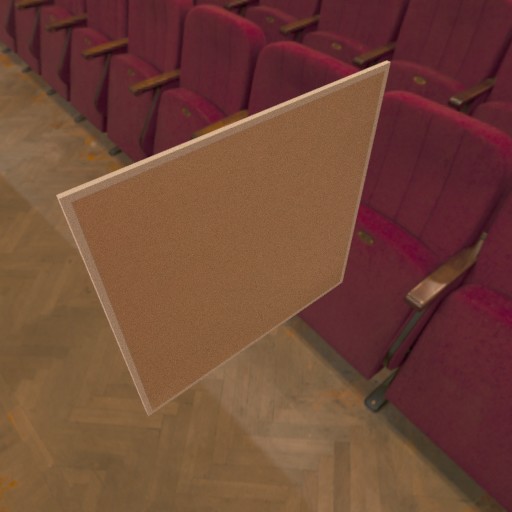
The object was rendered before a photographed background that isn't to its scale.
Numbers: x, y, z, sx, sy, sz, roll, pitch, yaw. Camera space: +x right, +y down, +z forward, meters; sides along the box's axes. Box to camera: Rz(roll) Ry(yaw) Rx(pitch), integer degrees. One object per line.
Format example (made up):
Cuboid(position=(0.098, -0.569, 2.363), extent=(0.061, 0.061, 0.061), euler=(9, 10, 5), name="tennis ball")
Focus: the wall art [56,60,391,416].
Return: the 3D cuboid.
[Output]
Cuboid(position=(0.000, 0.000, 1.173), extent=(0.809, 0.809, 0.012), euler=(-30, 54, -26), name="wall art")
